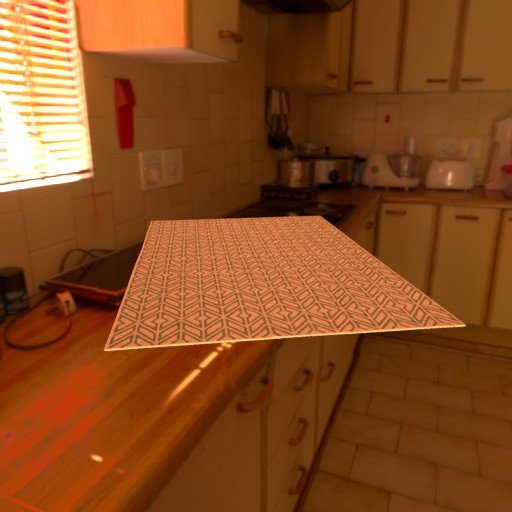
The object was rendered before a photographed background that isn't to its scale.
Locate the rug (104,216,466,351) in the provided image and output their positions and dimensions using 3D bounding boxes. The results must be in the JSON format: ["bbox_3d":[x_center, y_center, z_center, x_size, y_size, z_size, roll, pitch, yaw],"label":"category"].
[{"bbox_3d":[0.000,0.000,2.328,1.220,0.007,1.828,-2,17,-8],"label":"rug"}]
